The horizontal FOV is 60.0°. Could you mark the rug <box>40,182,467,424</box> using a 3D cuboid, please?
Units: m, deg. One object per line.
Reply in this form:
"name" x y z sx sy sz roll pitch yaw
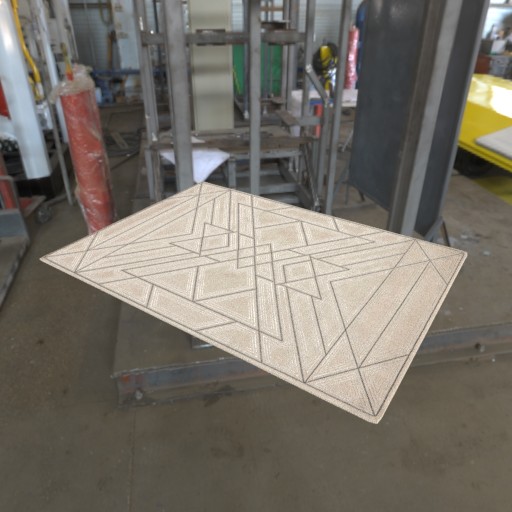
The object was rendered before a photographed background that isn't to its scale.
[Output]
"rug" 0.000 0.000 4.293 3.381 0.026 2.436 19 36 29
